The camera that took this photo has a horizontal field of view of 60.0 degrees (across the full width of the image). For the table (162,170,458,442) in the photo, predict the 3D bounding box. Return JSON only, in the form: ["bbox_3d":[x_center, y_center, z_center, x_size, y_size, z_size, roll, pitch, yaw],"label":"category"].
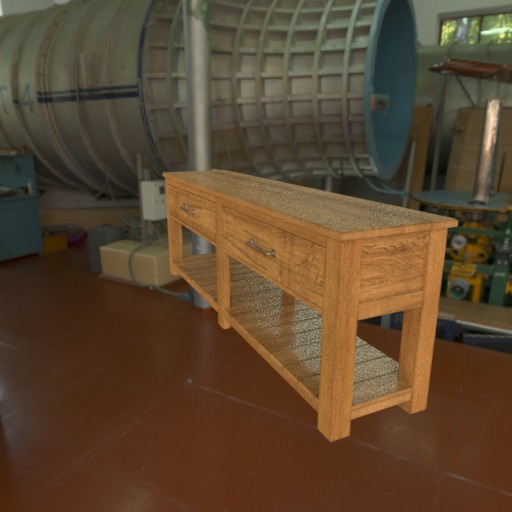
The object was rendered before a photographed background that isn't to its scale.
[{"bbox_3d":[0.000,0.000,2.063,0.425,0.635,1.815,-7,17,-24],"label":"table"}]
